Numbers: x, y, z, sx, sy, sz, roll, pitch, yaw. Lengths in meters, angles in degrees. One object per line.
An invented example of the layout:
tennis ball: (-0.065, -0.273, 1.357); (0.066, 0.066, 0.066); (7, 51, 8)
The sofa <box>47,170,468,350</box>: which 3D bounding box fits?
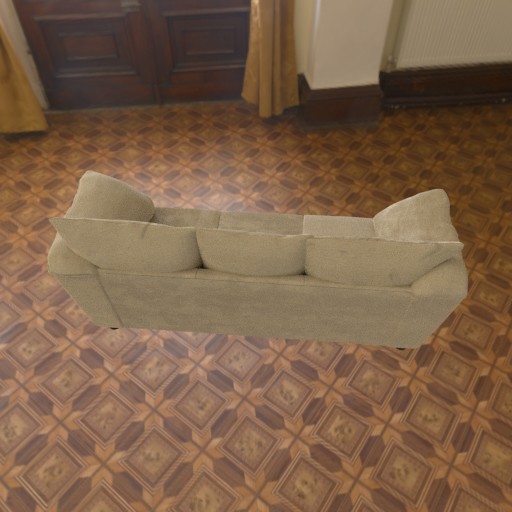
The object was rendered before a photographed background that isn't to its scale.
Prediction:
sofa: (0.000, 0.000, 2.823); (2.377, 0.981, 0.893); (3, 47, 3)
